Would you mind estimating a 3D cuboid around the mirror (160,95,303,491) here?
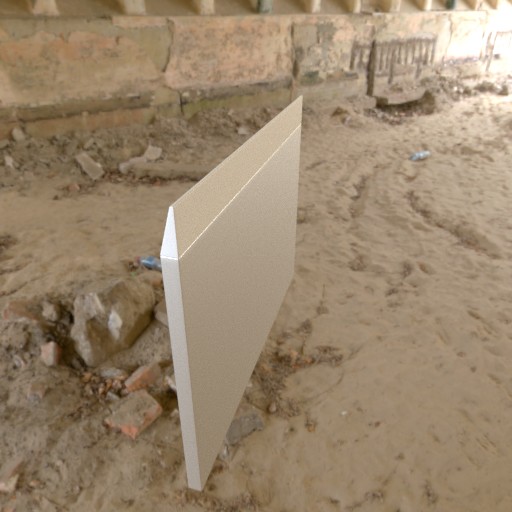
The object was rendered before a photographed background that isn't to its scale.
[{"bbox_3d":[0.000,0.000,1.116,0.030,0.630,0.870,8,31,14],"label":"mirror"}]
